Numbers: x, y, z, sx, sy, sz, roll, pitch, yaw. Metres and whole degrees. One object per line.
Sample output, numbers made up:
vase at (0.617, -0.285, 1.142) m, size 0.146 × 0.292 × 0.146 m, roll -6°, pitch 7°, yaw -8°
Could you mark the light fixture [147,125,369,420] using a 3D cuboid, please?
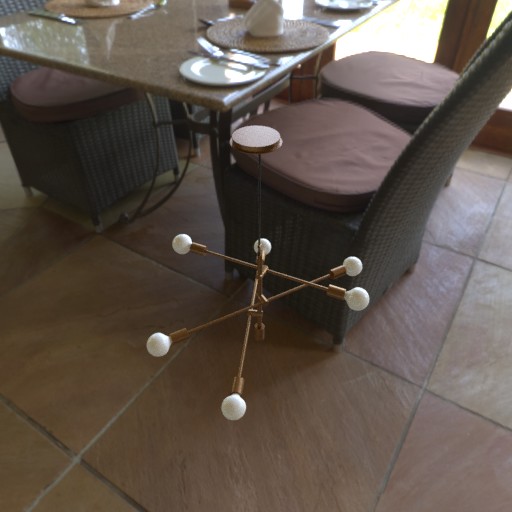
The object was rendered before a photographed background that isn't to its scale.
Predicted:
light fixture at (0.000, 0.000, 1.271) m, size 0.637 × 0.744 × 0.682 m, roll 25°, pitch 46°, yaw 26°
